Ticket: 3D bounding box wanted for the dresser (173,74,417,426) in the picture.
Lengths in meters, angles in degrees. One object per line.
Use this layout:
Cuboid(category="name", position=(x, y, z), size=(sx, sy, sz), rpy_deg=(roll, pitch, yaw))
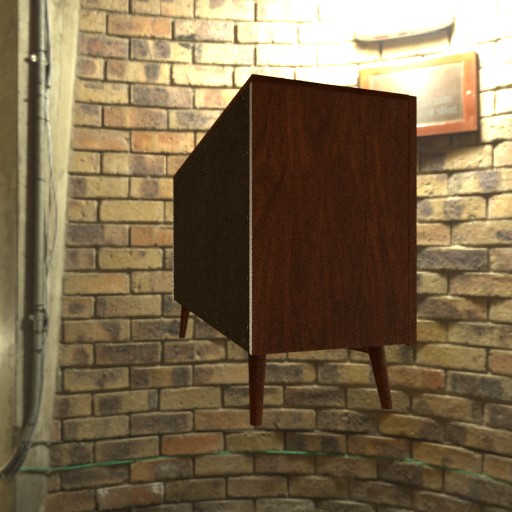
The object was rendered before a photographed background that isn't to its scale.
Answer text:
Cuboid(category="dresser", position=(0.000, 0.000, 1.858), size=(0.500, 0.889, 1.472), rpy_deg=(0, 0, -18))
